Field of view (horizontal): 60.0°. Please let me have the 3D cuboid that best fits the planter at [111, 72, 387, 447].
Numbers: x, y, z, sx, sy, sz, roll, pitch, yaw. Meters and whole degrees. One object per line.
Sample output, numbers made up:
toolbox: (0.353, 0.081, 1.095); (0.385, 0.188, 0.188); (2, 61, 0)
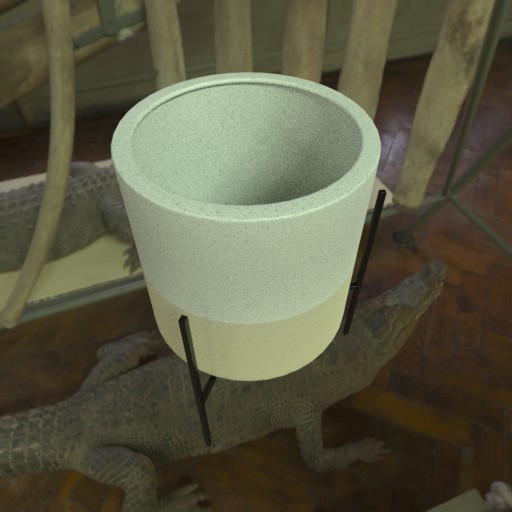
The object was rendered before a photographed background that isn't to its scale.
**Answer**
planter: (0.000, 0.000, 0.536); (0.267, 0.362, 0.263); (-16, 49, -15)
